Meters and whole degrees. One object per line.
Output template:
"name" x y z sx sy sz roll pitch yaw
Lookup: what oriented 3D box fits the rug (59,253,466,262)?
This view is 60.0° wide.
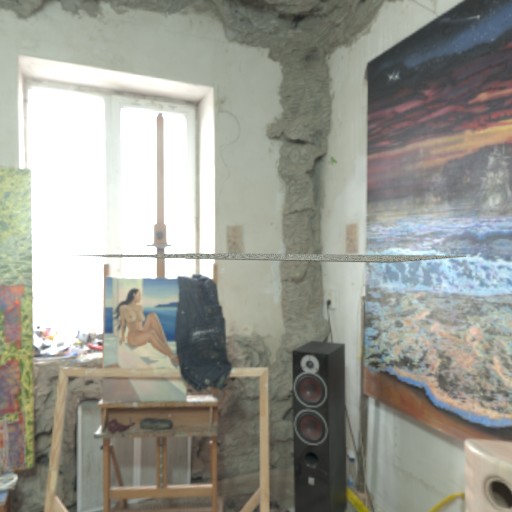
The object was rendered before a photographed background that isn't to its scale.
"rug" 0.000 0.000 3.107 2.438 0.008 1.523 1 1 36
